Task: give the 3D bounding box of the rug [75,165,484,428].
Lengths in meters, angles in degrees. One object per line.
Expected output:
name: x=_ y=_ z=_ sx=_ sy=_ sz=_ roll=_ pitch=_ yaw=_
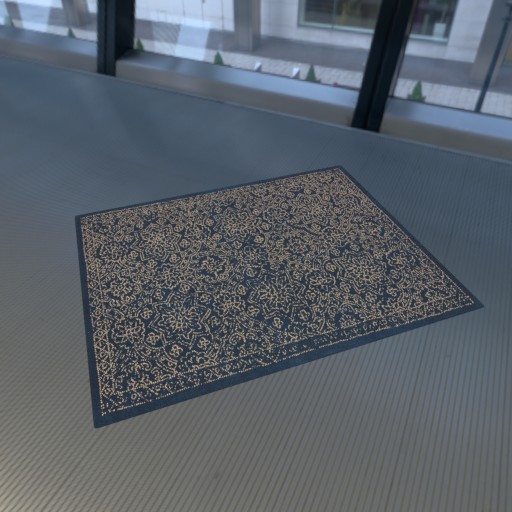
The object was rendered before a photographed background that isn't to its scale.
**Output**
rug: x=0.000 y=0.000 z=4.044 sx=3.048 sy=0.010 sz=2.438 roll=-13 pitch=43 yaw=-15
